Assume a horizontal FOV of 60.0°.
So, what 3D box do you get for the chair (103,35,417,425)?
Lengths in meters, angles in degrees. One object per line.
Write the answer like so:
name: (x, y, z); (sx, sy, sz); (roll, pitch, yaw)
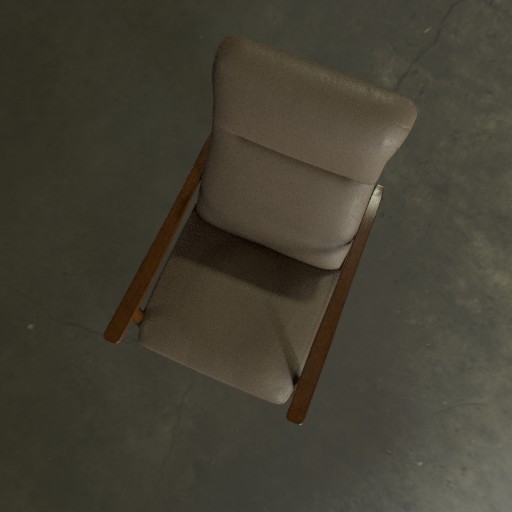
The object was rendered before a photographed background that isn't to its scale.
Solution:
chair: (0.000, 0.000, 1.723); (0.762, 1.082, 1.014); (22, 78, 5)
